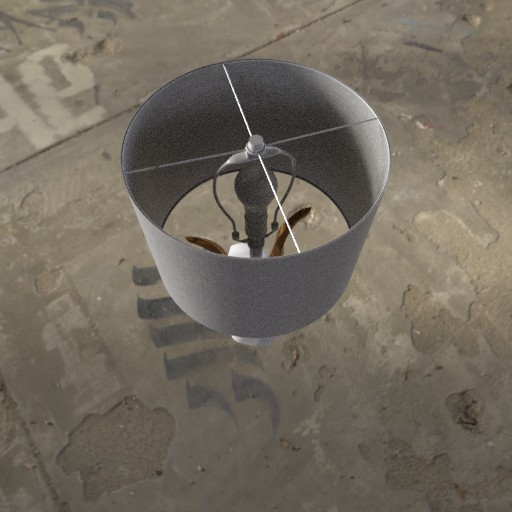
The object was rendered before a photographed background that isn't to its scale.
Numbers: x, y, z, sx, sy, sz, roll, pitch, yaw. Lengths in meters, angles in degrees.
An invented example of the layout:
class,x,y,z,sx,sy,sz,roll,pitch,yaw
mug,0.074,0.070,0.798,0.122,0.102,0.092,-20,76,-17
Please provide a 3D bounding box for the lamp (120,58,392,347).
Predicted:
class,x,y,z,sx,sy,sz,roll,pitch,yaw
lamp,0.000,0.000,0.704,0.298,0.503,0.298,-14,61,-8
